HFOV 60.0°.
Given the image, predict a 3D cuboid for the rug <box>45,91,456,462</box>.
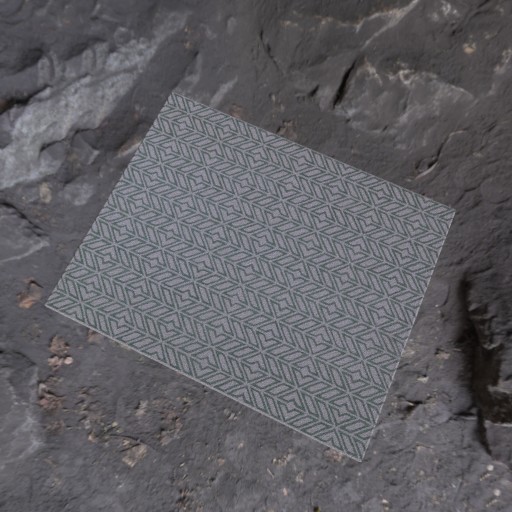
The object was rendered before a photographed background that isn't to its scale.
[{"bbox_3d":[0.000,0.000,4.086,3.050,0.017,2.441,24,76,6],"label":"rug"}]
